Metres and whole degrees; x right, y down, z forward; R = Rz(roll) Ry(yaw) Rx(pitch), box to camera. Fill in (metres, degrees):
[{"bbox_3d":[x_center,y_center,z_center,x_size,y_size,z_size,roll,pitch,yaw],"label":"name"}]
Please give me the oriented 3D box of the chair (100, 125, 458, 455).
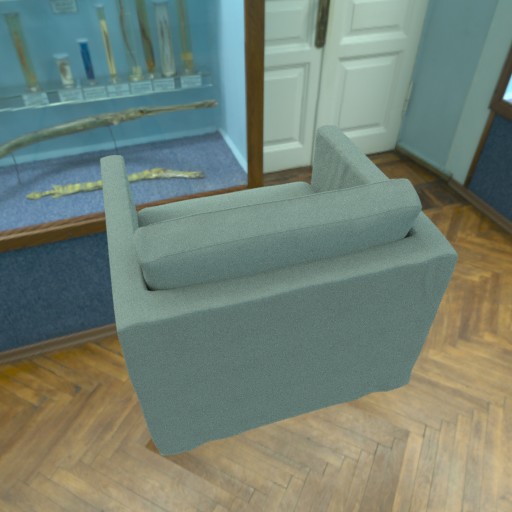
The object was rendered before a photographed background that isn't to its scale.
[{"bbox_3d":[0.000,0.000,1.728,1.057,0.863,0.949,-12,43,-13],"label":"chair"}]
